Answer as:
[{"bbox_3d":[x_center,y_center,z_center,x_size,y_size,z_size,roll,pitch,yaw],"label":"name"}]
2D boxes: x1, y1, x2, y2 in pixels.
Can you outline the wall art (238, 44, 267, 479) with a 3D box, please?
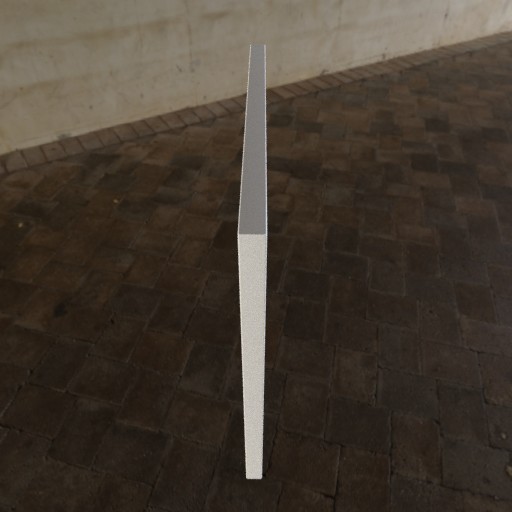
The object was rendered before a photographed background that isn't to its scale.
[{"bbox_3d":[0.000,0.000,1.452,0.049,1.009,1.009,0,42,1],"label":"wall art"}]
